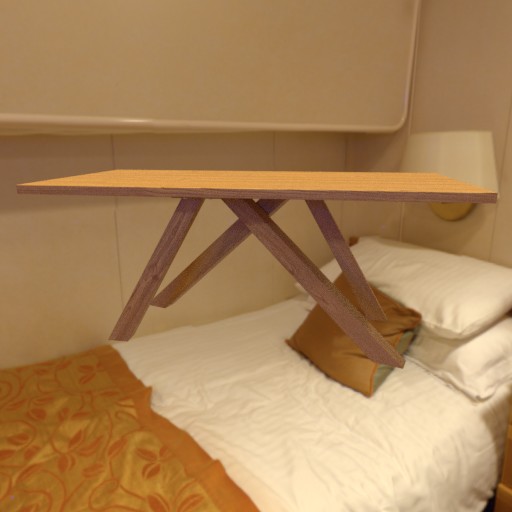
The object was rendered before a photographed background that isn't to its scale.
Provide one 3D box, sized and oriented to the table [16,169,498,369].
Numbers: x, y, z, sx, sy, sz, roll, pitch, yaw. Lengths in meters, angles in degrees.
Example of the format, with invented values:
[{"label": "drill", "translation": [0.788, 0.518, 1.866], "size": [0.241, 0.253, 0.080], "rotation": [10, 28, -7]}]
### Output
[{"label": "table", "translation": [0.000, 0.000, 2.160], "size": [1.797, 0.750, 0.901], "rotation": [2, 15, 8]}]
